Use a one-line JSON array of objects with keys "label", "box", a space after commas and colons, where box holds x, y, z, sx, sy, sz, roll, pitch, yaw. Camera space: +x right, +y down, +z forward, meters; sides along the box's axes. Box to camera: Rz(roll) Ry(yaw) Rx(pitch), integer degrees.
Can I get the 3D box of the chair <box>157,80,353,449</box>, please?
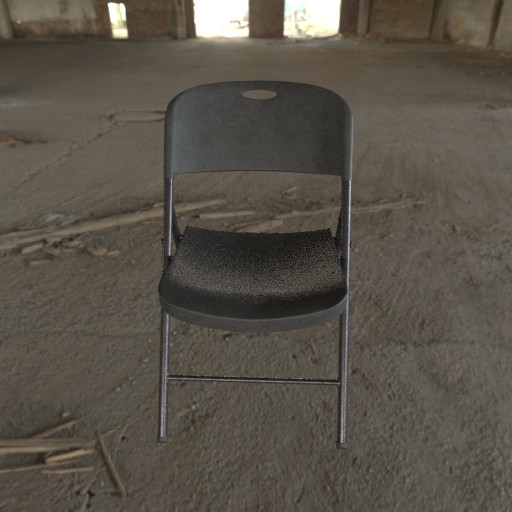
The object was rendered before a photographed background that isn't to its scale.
[{"label": "chair", "box": [0.000, 0.000, 1.184, 0.494, 0.810, 0.567, 1, 29, 2]}]
